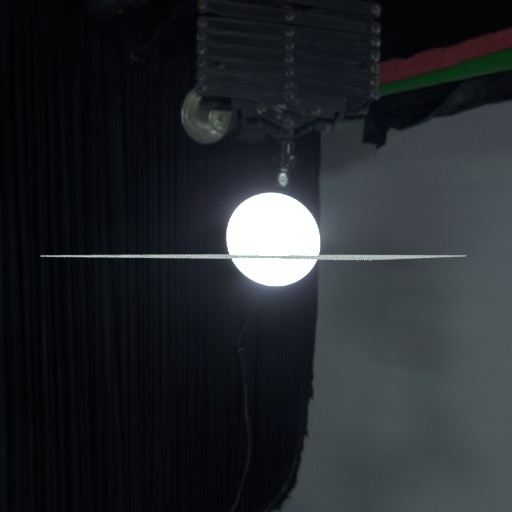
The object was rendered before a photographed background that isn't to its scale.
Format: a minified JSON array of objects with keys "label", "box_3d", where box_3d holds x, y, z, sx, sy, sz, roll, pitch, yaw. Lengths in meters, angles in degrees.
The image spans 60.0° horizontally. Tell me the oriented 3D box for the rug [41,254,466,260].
[{"label":"rug","box_3d":[0.000,0.000,3.999,3.061,0.010,2.330,0,1,36]}]
